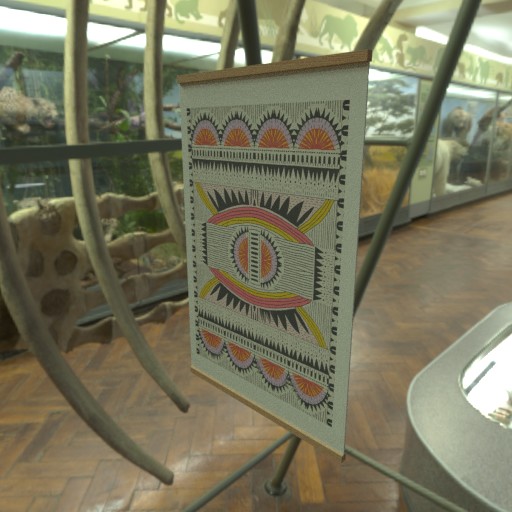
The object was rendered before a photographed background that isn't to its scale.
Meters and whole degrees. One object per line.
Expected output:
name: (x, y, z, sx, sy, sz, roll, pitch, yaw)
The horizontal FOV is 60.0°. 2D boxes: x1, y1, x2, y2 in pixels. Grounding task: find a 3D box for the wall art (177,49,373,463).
wall art: (0.000, 0.000, 1.925, 0.999, 1.533, 0.028, 15, 22, 43)
